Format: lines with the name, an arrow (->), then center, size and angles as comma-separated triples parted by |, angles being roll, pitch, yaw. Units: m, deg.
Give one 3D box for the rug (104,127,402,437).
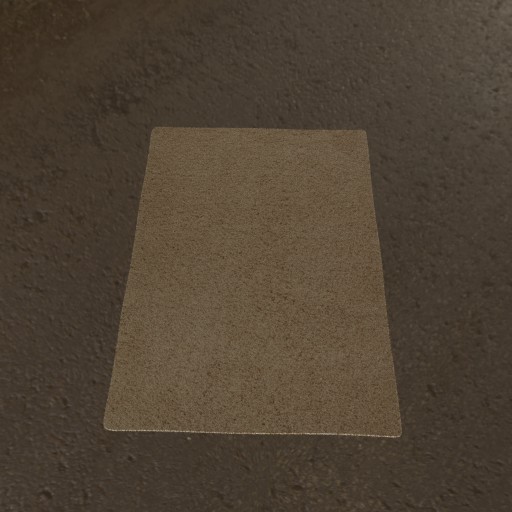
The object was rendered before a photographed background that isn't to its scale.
rug -> 0.000, 0.000, 2.138 | 1.199, 0.025, 1.600 | 1, 63, 1
